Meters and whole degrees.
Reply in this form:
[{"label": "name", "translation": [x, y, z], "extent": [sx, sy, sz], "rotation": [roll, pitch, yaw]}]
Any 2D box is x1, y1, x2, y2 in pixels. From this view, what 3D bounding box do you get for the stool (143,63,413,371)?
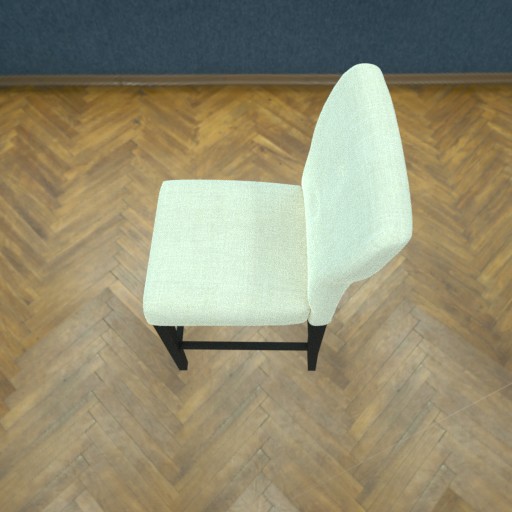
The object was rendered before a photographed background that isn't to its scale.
[{"label": "stool", "translation": [0.000, 0.000, 1.326], "extent": [0.603, 0.972, 0.514], "rotation": [1, 59, 0]}]
